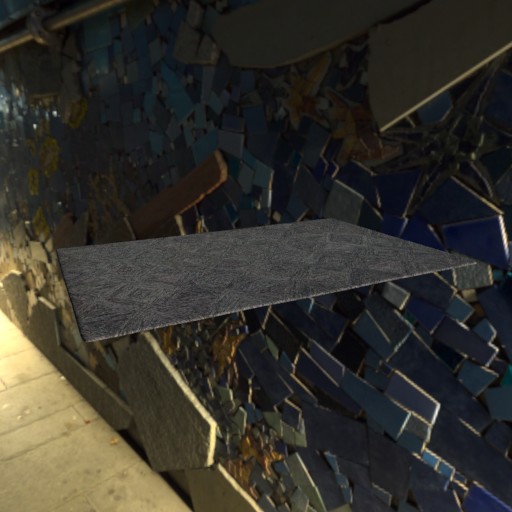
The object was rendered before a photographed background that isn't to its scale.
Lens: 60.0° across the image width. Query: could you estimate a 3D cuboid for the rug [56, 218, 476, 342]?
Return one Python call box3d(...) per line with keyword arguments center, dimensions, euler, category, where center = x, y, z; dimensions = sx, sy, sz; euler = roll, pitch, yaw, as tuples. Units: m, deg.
box3d(center=(0.000, 0.000, 2.191), dimensions=(1.752, 0.013, 1.158), euler=(-8, 18, -26), category="rug")
